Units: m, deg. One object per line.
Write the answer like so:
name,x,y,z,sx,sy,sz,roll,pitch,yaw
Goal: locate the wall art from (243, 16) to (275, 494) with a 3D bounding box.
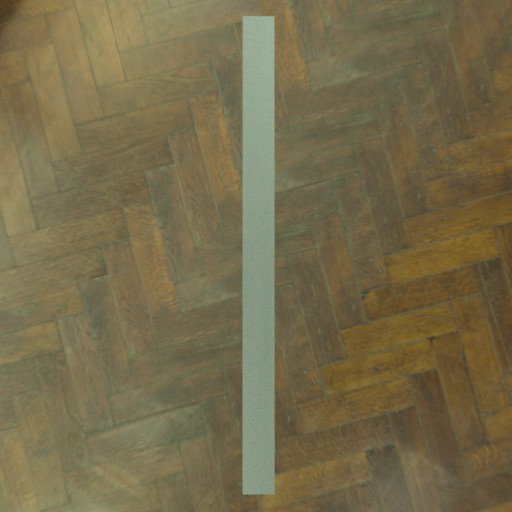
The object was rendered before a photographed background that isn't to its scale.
wall art,0.000,0.000,0.742,0.037,0.450,0.557,0,89,-1
